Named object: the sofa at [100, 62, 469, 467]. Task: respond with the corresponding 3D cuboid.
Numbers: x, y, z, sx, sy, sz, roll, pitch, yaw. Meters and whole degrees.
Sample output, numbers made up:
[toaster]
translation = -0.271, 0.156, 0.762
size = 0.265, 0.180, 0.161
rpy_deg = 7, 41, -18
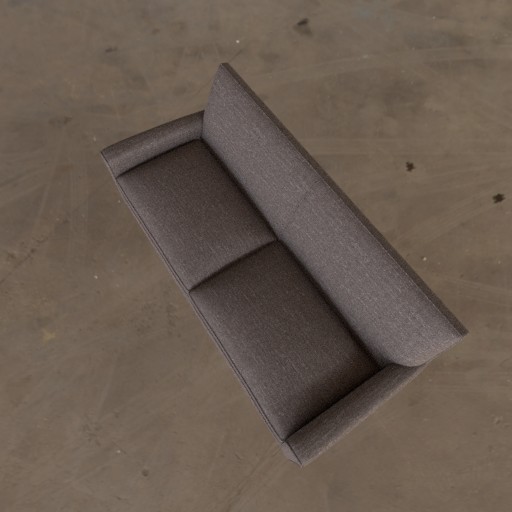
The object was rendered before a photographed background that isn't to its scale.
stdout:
[sofa]
translation = 0.000, 0.000, 2.443
size = 0.875, 0.846, 1.976
rpy_deg = -31, 68, -14
